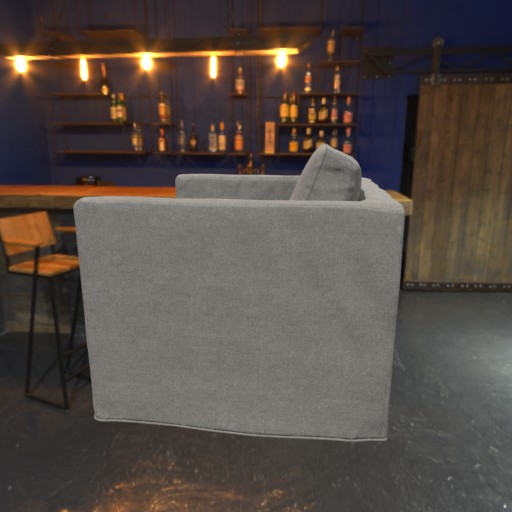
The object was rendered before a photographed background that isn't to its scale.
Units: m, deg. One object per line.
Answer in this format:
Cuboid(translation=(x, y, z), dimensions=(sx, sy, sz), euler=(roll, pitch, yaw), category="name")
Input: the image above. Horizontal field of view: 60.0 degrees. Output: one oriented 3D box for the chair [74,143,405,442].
Cuboid(translation=(0.000, 0.000, 1.748), dimensions=(0.949, 0.863, 1.057), euler=(2, 15, 8), category="chair")
